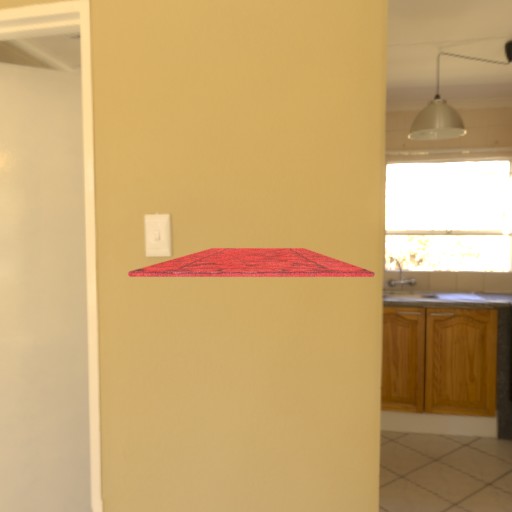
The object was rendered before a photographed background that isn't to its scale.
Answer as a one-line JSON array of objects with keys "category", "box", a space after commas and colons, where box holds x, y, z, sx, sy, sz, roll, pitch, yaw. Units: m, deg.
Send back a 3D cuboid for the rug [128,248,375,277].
[{"category": "rug", "box": [0.000, 0.000, 2.669, 0.813, 0.018, 2.439, 0, 3, 1]}]
